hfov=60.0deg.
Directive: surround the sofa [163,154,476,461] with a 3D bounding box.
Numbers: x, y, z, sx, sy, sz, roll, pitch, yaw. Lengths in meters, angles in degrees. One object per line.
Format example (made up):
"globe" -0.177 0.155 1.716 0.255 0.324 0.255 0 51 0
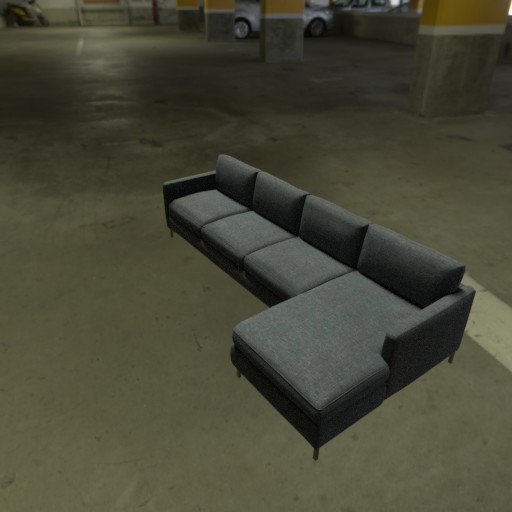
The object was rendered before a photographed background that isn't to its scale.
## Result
"sofa" 0.000 0.000 3.529 1.350 0.810 2.932 -20 35 -30
